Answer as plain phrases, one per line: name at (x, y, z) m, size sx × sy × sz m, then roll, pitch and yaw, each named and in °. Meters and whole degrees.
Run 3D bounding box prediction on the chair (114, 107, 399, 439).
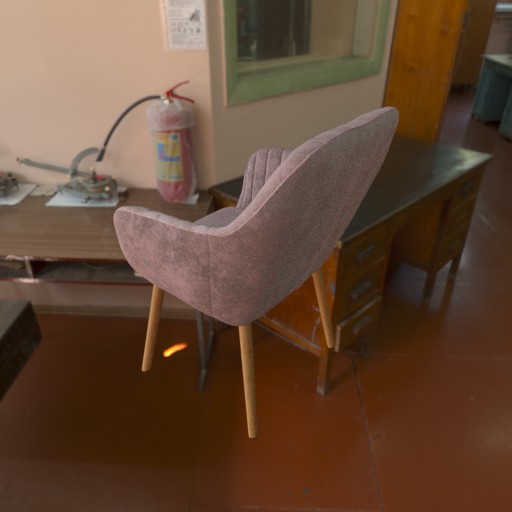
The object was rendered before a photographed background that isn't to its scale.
chair at (0.000, 0.000, 1.246) m, size 0.570 × 0.832 × 0.610 m, roll 21°, pitch 37°, yaw 31°
